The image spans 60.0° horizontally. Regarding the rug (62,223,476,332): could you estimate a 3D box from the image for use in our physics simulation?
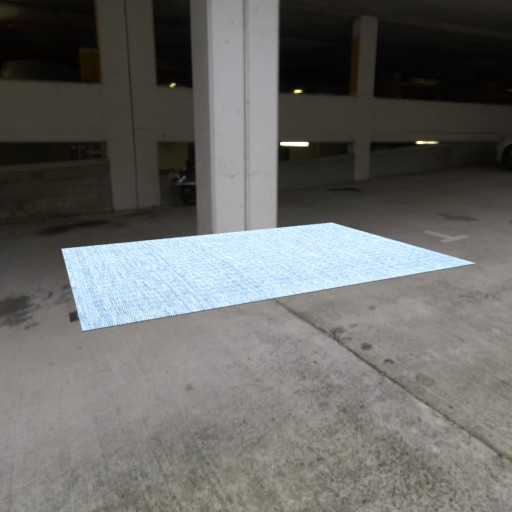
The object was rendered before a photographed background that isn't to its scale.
[{"bbox_3d":[0.000,0.000,2.923,2.286,0.006,1.522,-7,16,-25],"label":"rug"}]
